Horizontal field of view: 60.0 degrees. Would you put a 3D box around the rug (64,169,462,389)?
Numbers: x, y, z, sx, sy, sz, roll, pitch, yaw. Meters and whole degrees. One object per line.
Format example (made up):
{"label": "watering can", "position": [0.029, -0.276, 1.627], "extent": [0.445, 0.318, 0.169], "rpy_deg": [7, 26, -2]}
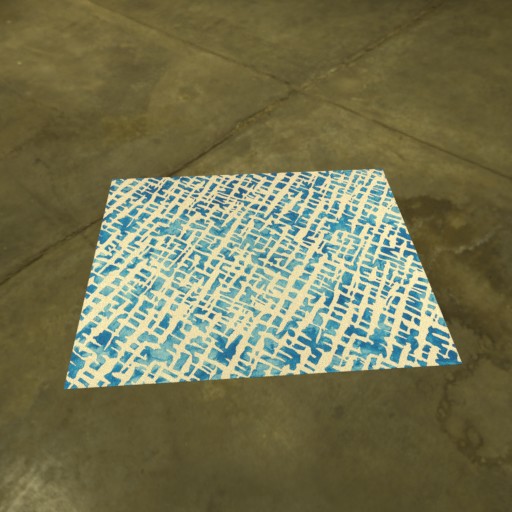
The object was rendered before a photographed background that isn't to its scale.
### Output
{"label": "rug", "position": [0.000, 0.000, 4.120], "extent": [3.007, 0.007, 2.435], "rpy_deg": [-3, 48, -2]}
